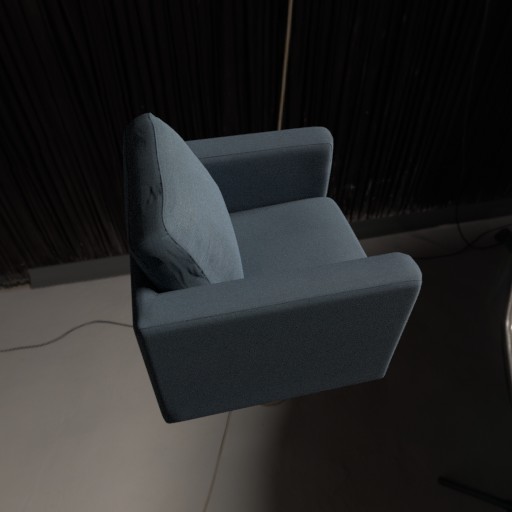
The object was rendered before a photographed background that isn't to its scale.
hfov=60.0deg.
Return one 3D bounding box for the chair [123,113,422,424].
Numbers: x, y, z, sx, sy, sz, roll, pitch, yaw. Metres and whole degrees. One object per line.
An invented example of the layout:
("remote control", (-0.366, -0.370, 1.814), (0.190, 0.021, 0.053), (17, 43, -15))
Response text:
("chair", (0.000, 0.000, 1.598), (0.820, 0.922, 0.855), (-9, 47, -9))
